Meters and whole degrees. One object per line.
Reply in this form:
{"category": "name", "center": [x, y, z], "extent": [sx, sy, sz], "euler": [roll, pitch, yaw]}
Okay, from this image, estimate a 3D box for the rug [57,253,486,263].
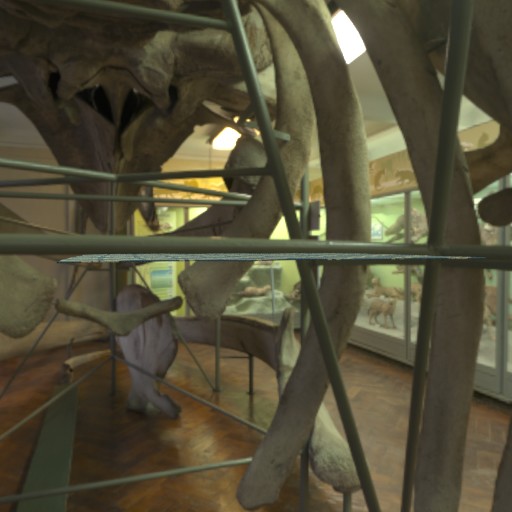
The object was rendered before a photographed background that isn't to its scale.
{"category": "rug", "center": [0.000, 0.000, 2.781], "extent": [2.135, 0.013, 1.524], "euler": [0, 1, -17]}
